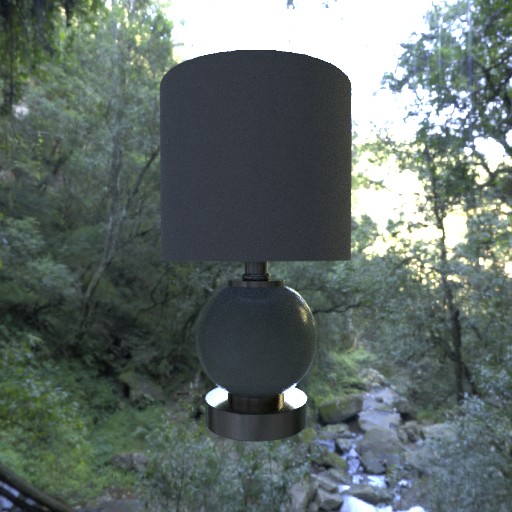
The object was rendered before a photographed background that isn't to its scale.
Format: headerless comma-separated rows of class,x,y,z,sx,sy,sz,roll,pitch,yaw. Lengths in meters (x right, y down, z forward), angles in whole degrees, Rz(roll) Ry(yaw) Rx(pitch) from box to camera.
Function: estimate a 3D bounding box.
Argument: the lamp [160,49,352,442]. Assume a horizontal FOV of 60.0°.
lamp,0.000,0.000,0.475,0.201,0.353,0.201,0,0,35
